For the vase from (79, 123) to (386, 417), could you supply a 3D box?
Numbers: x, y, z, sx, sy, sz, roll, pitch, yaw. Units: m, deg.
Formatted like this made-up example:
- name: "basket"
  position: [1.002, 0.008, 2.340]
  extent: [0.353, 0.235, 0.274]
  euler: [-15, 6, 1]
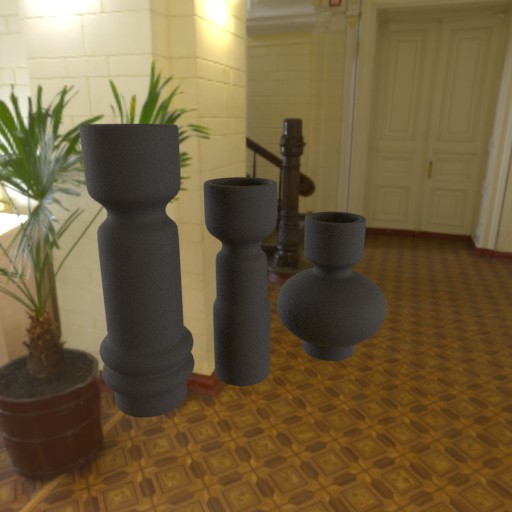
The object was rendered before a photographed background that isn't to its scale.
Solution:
- name: "vase"
  position: [0.000, 0.000, 0.434]
  extent: [0.307, 0.249, 0.120]
  euler: [-9, 19, -26]
